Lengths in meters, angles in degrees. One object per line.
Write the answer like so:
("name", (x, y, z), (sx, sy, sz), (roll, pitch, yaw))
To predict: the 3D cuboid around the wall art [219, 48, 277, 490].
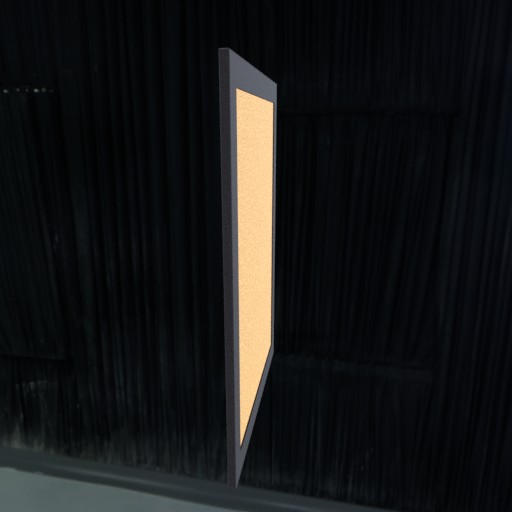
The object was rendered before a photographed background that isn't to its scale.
("wall art", (0.000, 0.000, 0.683), (0.012, 0.529, 0.374), (3, 16, 9))
